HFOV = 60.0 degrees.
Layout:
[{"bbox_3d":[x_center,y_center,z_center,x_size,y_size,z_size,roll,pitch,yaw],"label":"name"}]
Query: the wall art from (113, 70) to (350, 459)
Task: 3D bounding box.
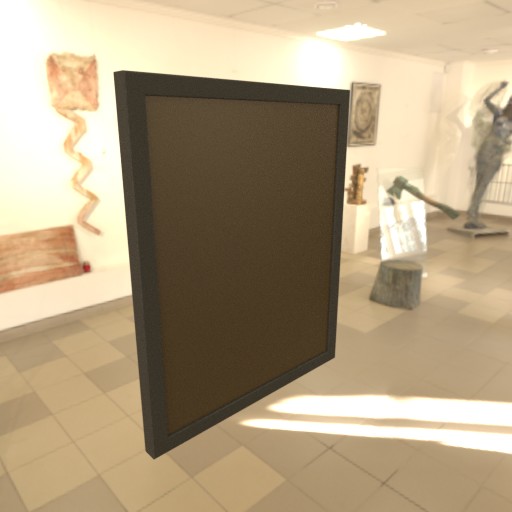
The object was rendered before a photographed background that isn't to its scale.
[{"bbox_3d":[0.000,0.000,0.763,0.457,0.558,0.028,-15,22,-41],"label":"wall art"}]
